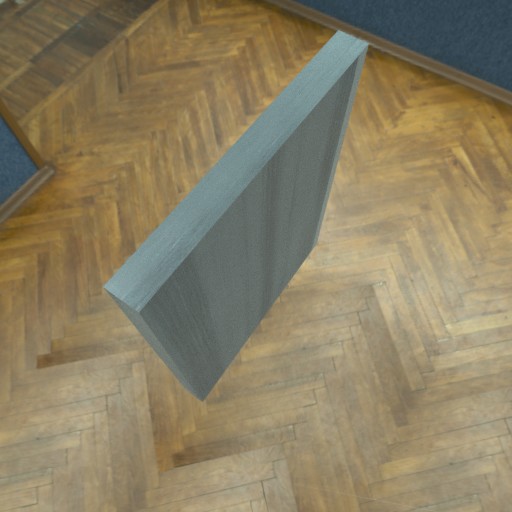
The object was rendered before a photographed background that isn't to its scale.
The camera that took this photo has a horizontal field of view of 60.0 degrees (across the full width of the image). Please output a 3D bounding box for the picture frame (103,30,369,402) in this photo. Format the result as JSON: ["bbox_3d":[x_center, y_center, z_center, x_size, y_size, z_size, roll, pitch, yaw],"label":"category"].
[{"bbox_3d":[0.000,0.000,0.750,0.046,0.555,0.449,32,68,15],"label":"picture frame"}]
